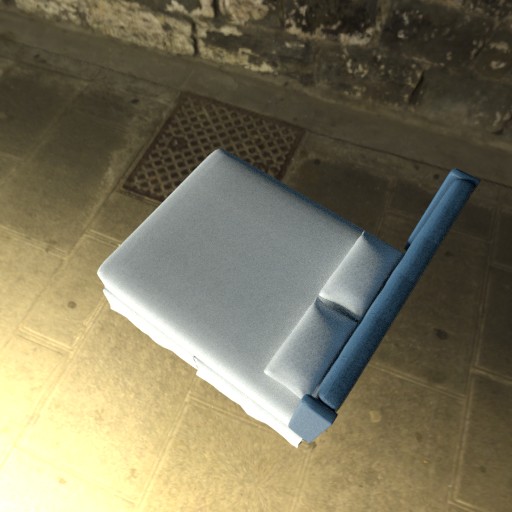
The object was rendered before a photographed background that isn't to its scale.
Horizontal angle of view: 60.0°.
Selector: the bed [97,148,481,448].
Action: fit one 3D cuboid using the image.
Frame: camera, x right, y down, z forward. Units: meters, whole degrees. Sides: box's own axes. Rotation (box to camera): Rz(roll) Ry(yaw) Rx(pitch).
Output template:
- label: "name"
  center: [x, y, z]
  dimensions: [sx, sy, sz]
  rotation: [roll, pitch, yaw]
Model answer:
- label: "bed"
  center: [0.000, 0.000, 3.314]
  dimensions: [2.078, 1.665, 1.719]
  rotation: [33, 67, 16]
